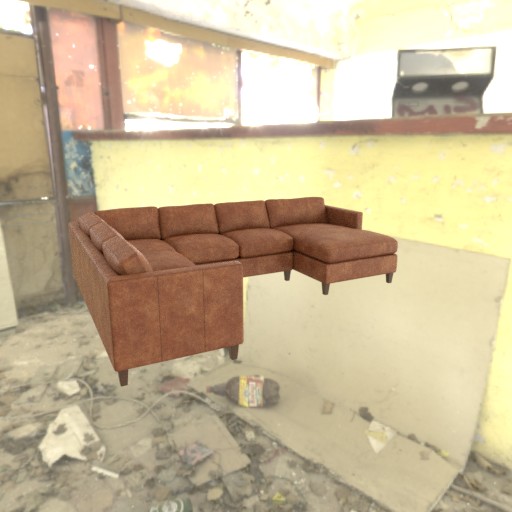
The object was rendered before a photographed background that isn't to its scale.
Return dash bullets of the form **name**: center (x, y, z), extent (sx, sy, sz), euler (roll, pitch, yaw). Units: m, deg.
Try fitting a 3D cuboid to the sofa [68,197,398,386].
- **sofa**: center (0.000, 0.000, 4.573), extent (3.324, 0.888, 2.452), euler (-7, 16, -27)
